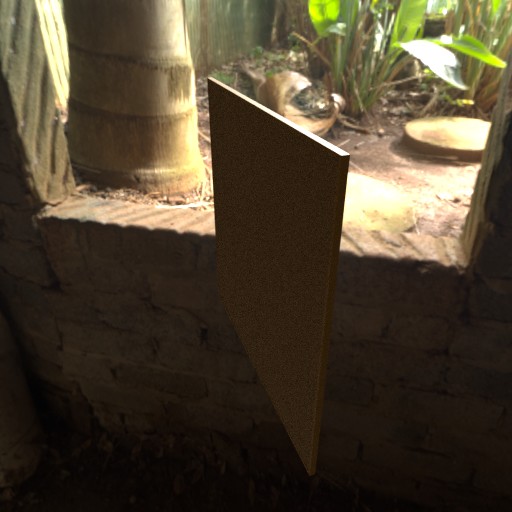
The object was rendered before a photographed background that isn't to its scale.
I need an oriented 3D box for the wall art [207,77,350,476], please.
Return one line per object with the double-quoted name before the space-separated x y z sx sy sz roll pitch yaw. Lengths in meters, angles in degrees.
"wall art" 0.000 0.000 0.988 0.014 0.655 0.657 -11 32 -17
